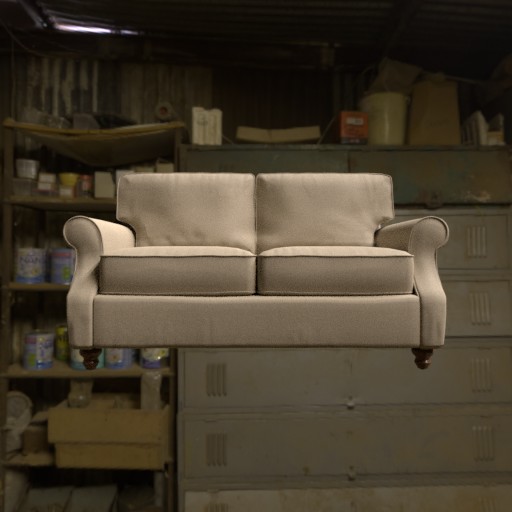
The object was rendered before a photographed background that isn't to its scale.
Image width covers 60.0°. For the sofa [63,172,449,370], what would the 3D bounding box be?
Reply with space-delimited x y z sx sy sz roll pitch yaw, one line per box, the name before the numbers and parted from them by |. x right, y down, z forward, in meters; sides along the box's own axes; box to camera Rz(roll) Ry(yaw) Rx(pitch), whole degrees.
sofa | 0.000 0.000 2.221 1.665 0.937 0.964 0 0 0
